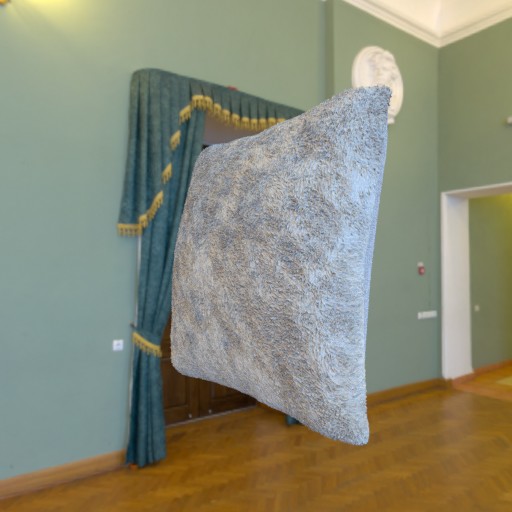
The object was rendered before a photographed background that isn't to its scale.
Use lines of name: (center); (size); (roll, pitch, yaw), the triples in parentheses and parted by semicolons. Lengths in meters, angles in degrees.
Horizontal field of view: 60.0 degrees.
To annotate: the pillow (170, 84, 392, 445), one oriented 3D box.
pillow: (0.000, 0.000, 0.808); (0.218, 0.515, 0.529); (1, -1, -37)
